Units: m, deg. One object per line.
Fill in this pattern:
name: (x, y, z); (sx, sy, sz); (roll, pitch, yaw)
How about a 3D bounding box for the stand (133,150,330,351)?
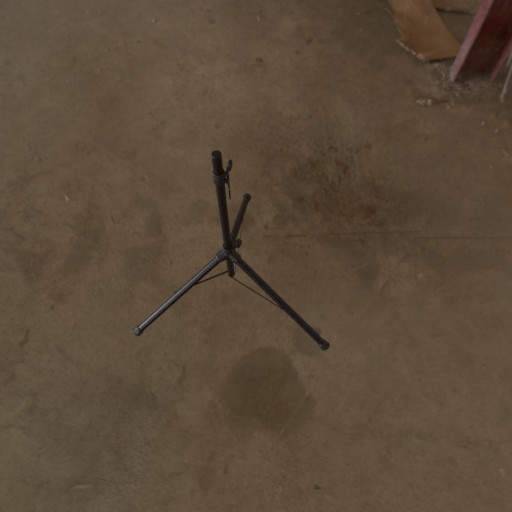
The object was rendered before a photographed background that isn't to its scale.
stand: (0.000, 0.000, 1.895); (0.907, 1.136, 1.045); (33, 68, 15)
